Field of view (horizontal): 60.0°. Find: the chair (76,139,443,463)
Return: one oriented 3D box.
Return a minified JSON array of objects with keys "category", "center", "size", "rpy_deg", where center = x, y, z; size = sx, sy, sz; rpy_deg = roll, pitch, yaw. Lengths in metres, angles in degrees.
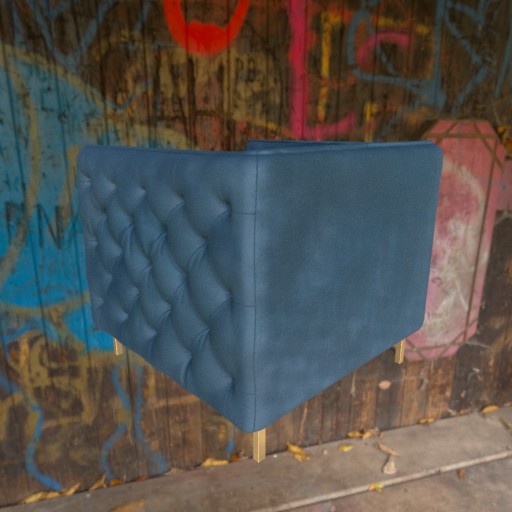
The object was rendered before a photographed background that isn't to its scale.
[{"category":"chair","center":[0.000,0.000,1.513],"size":[0.868,0.771,0.877],"rpy_deg":[-15,22,-42]}]
